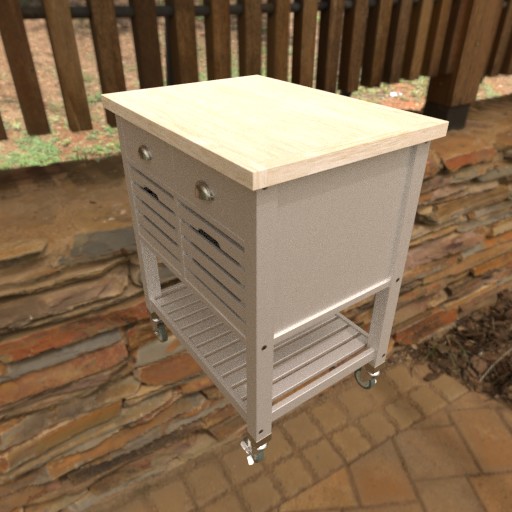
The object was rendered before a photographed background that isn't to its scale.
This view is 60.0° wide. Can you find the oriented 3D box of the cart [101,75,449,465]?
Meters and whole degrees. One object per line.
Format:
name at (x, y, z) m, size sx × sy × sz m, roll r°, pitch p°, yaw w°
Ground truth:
cart at (0.000, 0.000, 1.394) m, size 0.559 × 0.914 × 0.762 m, roll -21°, pitch 37°, yaw -30°
